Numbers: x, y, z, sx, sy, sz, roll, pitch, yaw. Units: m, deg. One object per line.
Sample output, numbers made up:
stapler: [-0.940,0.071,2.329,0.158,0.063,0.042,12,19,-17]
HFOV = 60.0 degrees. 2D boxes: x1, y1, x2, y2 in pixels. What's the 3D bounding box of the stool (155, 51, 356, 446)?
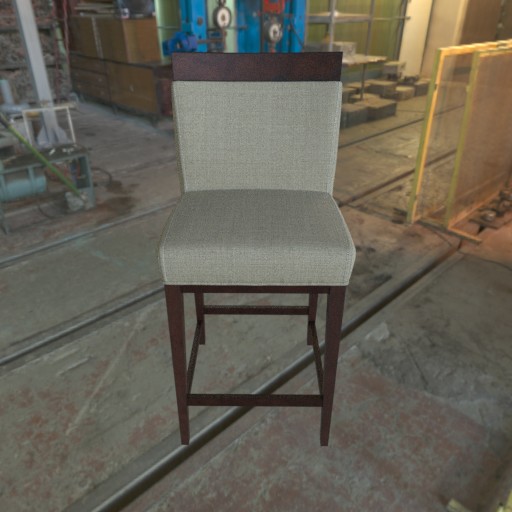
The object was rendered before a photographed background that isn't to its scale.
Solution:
stool: [0.000,0.000,1.244,0.463,1.011,0.480,0,30,0]
